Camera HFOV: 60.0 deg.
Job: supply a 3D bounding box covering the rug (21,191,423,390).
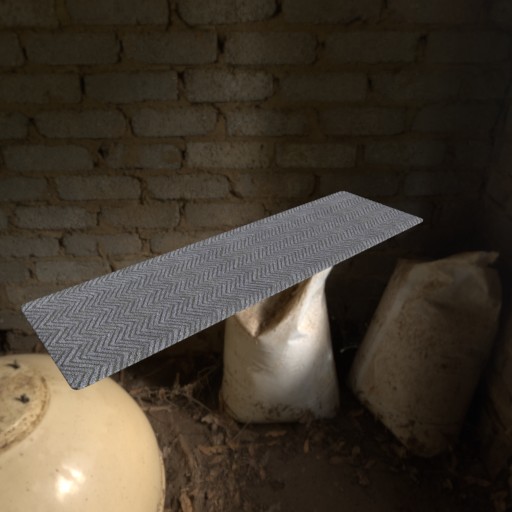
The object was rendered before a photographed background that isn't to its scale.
[{"bbox_3d":[0.000,0.000,2.461,2.286,0.008,0.686,-22,36,-34],"label":"rug"}]
